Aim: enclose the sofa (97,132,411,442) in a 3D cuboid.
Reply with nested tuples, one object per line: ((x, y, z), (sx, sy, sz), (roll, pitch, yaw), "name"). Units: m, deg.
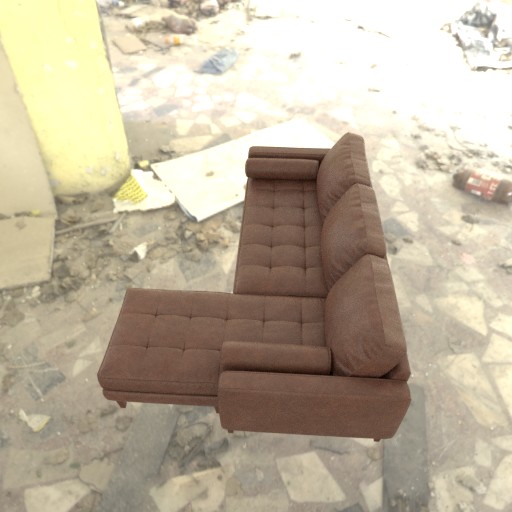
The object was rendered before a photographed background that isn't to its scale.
((0.000, 0.000, 2.983), (1.613, 0.841, 2.185), (2, 46, 2), "sofa")
